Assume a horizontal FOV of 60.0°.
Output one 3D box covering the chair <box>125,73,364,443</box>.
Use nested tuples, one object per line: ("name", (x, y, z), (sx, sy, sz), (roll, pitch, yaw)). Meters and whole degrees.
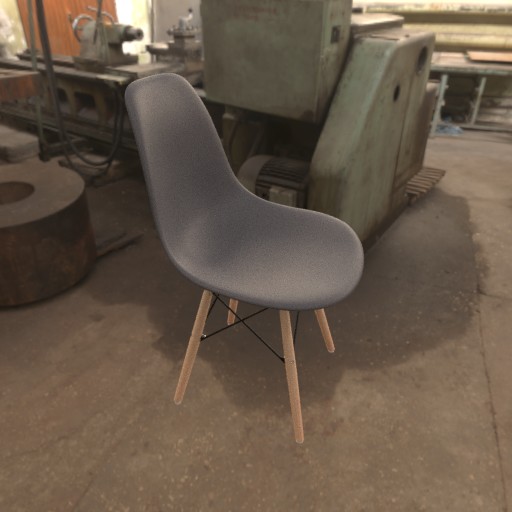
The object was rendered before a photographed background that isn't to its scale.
("chair", (0.000, 0.000, 1.129), (0.533, 0.826, 0.470), (11, 33, 18))
